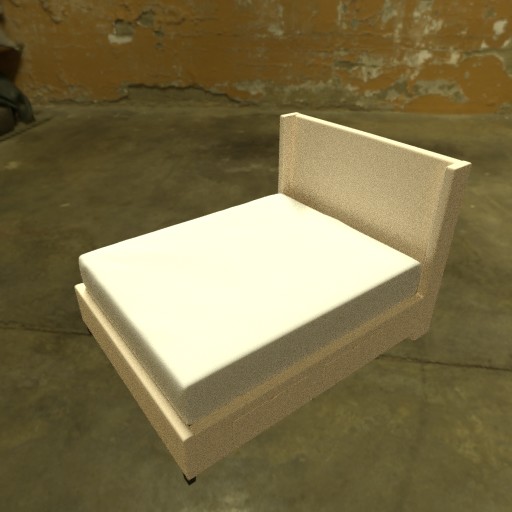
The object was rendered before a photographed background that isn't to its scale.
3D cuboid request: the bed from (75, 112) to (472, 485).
[{"bbox_3d":[0.000,0.000,3.335,2.280,1.471,1.765,-21,37,-31],"label":"bed"}]
